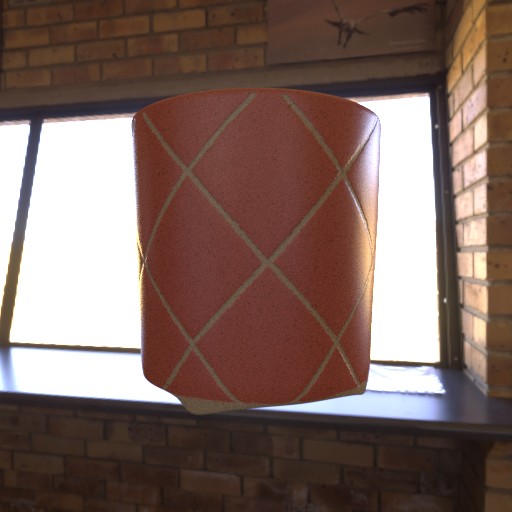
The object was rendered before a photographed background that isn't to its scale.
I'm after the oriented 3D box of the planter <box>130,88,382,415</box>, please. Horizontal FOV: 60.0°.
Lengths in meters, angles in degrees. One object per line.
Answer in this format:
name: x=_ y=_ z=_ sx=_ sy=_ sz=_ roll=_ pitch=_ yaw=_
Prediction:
planter: x=0.000 y=0.000 z=0.418 sx=0.227 sy=0.235 sz=0.227 roll=0 pitch=0 yaw=0
